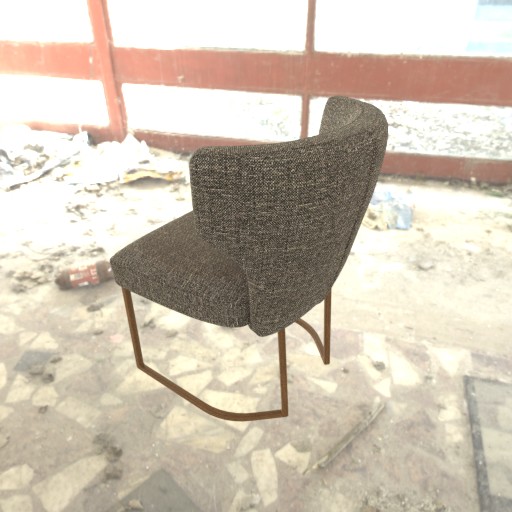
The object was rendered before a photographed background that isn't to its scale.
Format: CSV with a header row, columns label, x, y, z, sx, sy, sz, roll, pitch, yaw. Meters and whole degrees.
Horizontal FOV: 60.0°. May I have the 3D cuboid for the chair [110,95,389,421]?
label,x,y,z,sx,sy,sz,roll,pitch,yaw
chair,0.000,0.000,1.262,0.617,0.824,0.611,21,38,30
